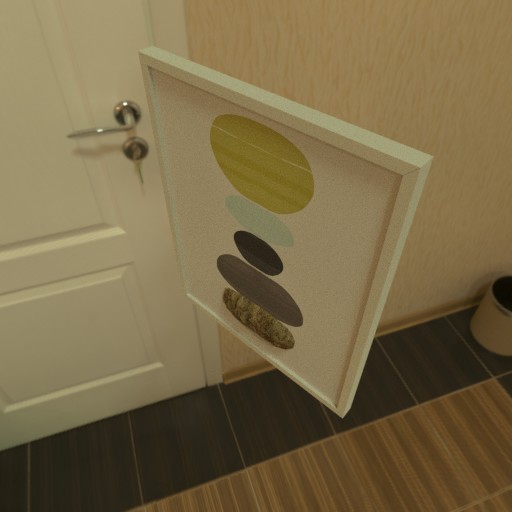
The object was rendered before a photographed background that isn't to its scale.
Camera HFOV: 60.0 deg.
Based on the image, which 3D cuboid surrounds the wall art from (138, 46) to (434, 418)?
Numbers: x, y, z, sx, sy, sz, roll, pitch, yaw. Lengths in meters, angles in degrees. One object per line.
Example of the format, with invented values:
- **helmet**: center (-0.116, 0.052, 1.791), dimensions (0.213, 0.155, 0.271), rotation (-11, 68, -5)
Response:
- **wall art**: center (0.000, 0.000, 1.016), dimensions (0.611, 0.763, 0.055), rotation (32, 54, 28)
